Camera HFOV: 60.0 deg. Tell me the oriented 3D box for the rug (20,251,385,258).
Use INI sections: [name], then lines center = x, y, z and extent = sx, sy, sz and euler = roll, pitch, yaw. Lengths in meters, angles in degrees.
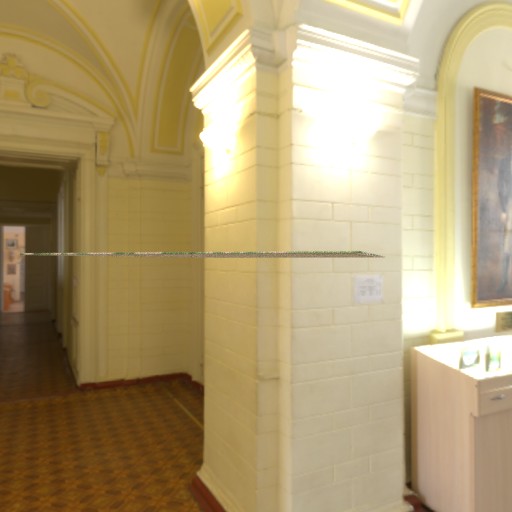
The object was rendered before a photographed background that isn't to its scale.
[rug]
center = 0.000, 0.000, 2.295
extent = 1.220, 0.006, 1.826
euler = 0, -1, 18
